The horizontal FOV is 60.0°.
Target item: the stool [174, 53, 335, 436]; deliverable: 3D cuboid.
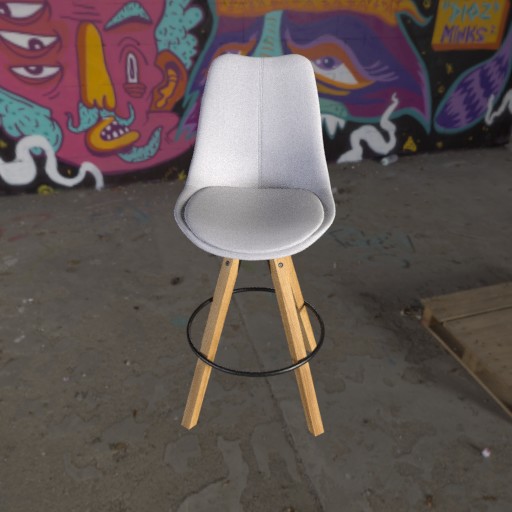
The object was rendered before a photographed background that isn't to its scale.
[{"bbox_3d":[0.000,0.000,1.403,0.484,1.115,0.550,2,31,3],"label":"stool"}]
